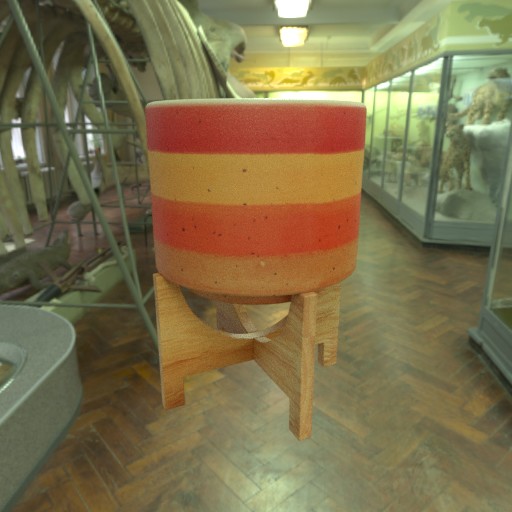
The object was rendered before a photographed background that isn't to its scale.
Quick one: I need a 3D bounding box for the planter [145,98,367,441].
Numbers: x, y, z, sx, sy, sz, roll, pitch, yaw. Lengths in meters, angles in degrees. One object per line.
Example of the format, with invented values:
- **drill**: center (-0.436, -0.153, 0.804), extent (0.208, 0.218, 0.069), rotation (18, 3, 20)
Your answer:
- **planter**: center (0.000, 0.000, 0.583), extent (0.269, 0.379, 0.269), rotation (0, 17, 0)
